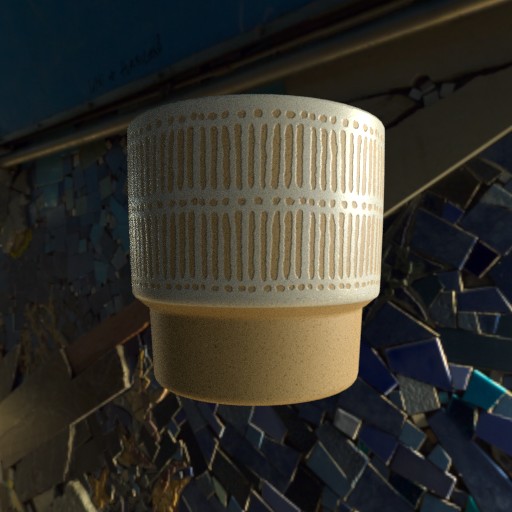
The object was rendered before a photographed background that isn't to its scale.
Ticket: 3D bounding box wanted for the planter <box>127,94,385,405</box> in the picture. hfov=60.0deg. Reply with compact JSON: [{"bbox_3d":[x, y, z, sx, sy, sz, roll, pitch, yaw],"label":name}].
[{"bbox_3d":[0.000,0.000,0.568,0.317,0.303,0.317,0,0,0],"label":"planter"}]
